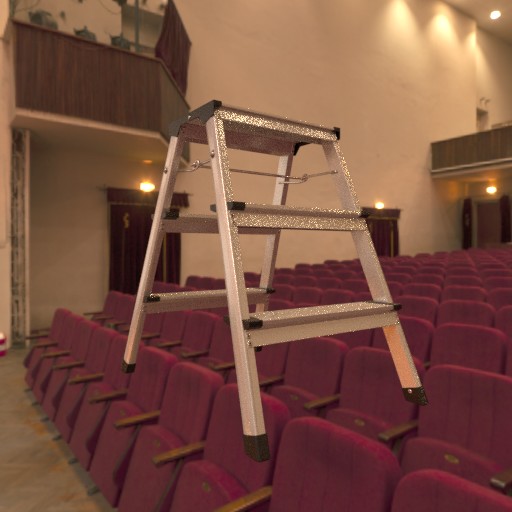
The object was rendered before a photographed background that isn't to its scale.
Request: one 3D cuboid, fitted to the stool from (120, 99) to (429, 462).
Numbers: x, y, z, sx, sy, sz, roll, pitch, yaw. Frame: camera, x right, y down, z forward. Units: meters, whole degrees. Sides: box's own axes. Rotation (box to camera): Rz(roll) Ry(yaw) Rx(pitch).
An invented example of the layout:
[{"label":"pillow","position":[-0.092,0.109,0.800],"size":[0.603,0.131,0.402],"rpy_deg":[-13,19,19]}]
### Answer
[{"label":"stool","position":[0.000,0.000,1.034],"size":[0.437,0.605,0.622],"rpy_deg":[-1,1,-36]}]
